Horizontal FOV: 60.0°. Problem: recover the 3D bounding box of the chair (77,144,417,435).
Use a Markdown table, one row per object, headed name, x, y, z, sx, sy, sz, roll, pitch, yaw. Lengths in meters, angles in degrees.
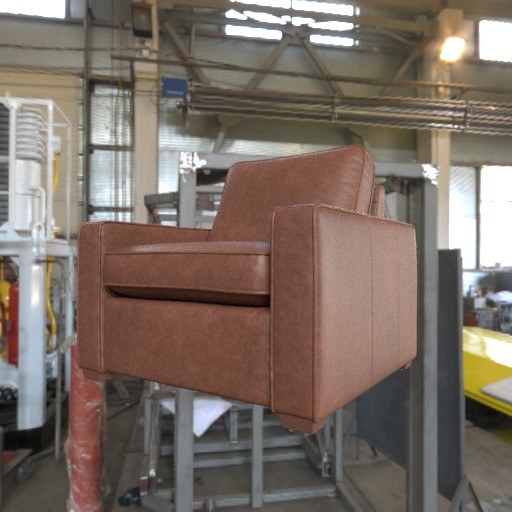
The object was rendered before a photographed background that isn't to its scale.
| name | x | y | z | sx | sy | sz | roll | pitch | yaw |
| --- | --- | --- | --- | --- | --- | --- | --- | --- | --- |
| chair | 0.000 | 0.000 | 1.736 | 1.017 | 0.919 | 0.940 | 0 | -1 | 34 |
